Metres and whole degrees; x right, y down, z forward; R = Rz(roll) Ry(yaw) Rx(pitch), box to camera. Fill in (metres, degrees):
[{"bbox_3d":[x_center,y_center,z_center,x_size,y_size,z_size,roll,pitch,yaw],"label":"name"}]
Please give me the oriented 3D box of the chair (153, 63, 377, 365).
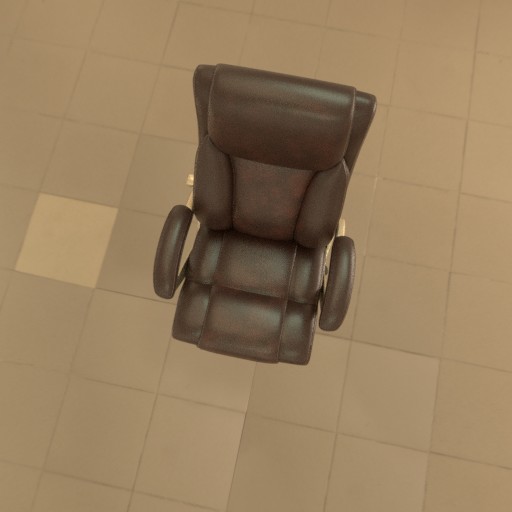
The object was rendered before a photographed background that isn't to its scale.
[{"bbox_3d":[0.000,0.000,1.634,0.692,1.194,0.749,11,78,2],"label":"chair"}]
